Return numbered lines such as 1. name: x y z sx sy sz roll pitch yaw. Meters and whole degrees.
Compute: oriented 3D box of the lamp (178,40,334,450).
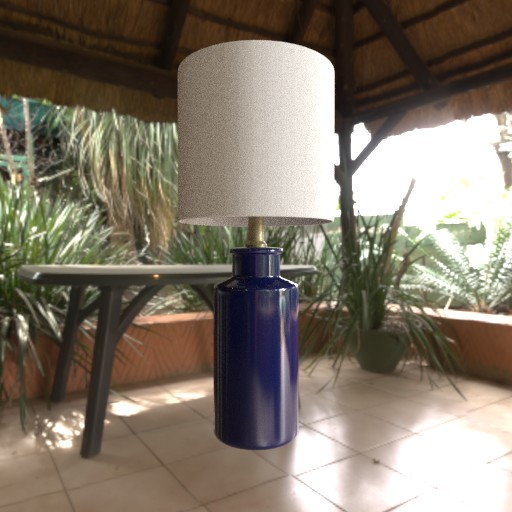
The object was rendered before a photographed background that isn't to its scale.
1. lamp: 0.000 0.000 0.611 0.212 0.493 0.212 0 1 -34
